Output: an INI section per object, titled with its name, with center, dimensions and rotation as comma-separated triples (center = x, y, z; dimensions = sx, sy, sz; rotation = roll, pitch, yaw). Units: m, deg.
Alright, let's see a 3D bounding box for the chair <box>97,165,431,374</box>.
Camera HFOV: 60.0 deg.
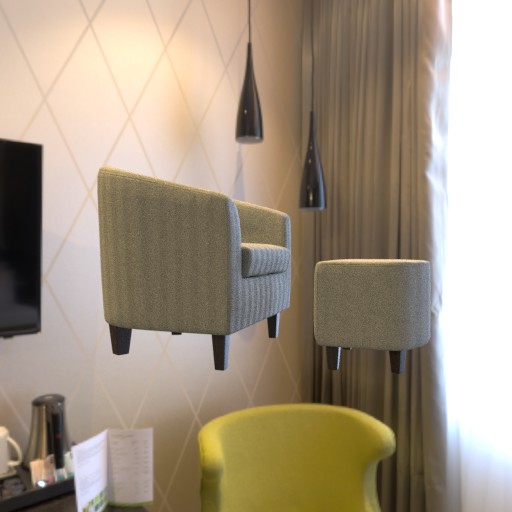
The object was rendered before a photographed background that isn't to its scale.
[chair]
center = 0.000, 0.000, 1.754
dimensions = 1.288, 0.757, 0.756
rotation = 0, 1, 20
